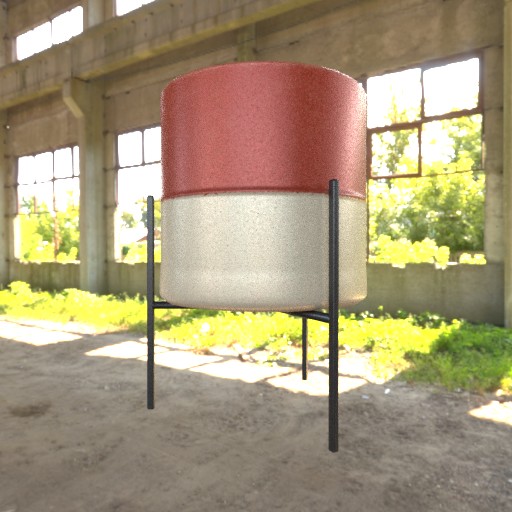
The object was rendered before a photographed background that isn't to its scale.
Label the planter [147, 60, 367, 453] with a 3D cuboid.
[{"bbox_3d":[0.000,0.000,0.514,0.251,0.354,0.235,0,0,-1],"label":"planter"}]
